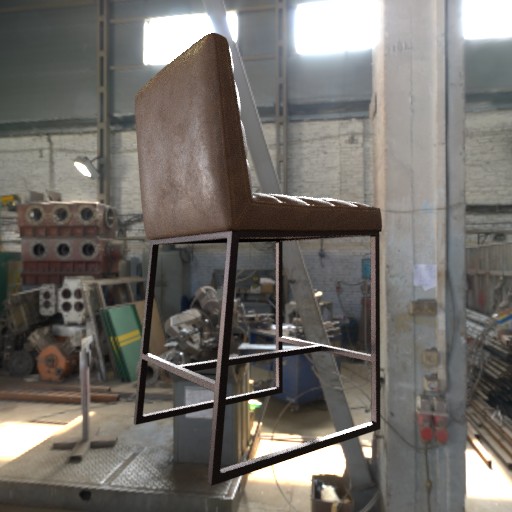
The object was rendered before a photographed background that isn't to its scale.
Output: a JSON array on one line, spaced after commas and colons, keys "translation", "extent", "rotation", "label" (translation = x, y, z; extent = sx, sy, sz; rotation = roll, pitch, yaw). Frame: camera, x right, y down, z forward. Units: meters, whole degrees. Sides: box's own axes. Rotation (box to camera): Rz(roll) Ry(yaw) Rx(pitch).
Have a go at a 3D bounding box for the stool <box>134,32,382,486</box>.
[{"translation": [0.000, 0.000, 1.238], "extent": [0.562, 0.942, 0.463], "rotation": [1, -1, -36], "label": "stool"}]
